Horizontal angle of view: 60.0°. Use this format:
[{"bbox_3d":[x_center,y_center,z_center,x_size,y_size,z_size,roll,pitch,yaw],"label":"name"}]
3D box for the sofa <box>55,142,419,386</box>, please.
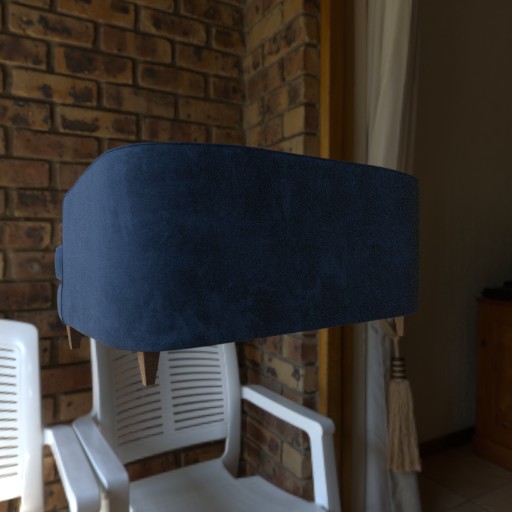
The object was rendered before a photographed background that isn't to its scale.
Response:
[{"bbox_3d":[0.000,0.000,2.232,1.733,0.854,0.941,-1,2,-35],"label":"sofa"}]
